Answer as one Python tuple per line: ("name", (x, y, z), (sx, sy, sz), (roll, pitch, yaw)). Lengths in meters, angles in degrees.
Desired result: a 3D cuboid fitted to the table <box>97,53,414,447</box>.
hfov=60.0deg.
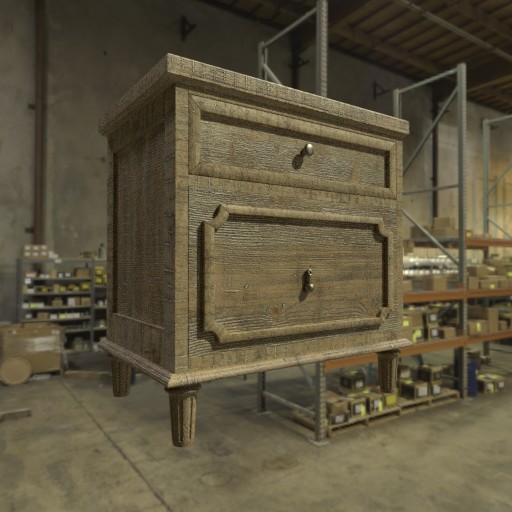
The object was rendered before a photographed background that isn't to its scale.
("table", (0.000, 0.000, 1.155), (0.686, 0.711, 0.457), (0, -1, -35))
